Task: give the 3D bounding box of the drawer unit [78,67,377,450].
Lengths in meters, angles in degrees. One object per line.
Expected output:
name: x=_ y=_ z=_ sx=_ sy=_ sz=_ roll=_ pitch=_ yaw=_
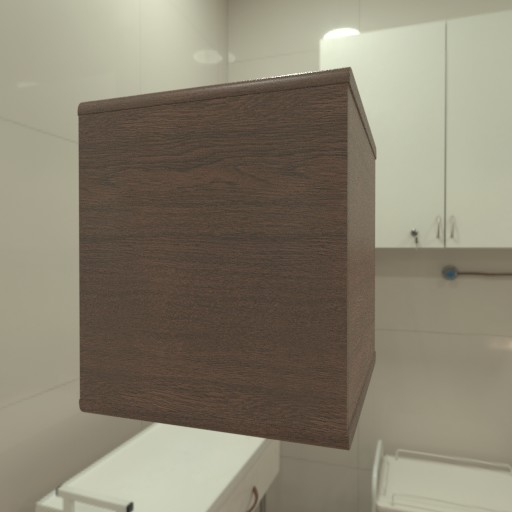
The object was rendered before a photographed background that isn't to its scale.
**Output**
drawer unit: x=0.000 y=0.000 z=0.595 sx=0.290 sy=0.344 sz=0.344 roll=0 pitch=1 yaw=19
